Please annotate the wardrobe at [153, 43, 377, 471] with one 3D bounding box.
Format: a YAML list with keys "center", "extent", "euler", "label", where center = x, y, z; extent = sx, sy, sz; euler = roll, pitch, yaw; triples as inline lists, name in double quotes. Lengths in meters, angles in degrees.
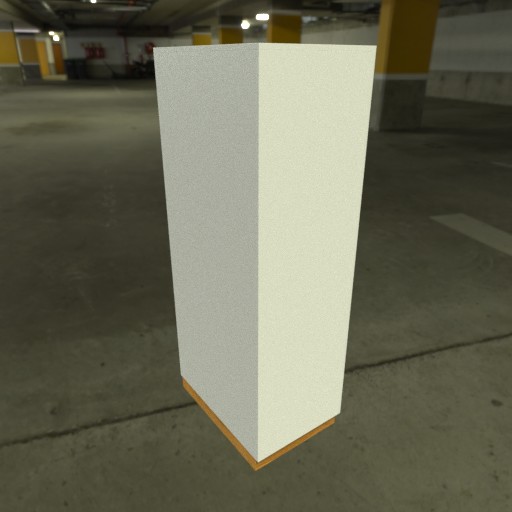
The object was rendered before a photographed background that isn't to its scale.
- center: [0.000, 0.000, 2.391]
  extent: [0.600, 2.040, 0.860]
  euler: [-16, 29, -32]
  label: "wardrobe"
